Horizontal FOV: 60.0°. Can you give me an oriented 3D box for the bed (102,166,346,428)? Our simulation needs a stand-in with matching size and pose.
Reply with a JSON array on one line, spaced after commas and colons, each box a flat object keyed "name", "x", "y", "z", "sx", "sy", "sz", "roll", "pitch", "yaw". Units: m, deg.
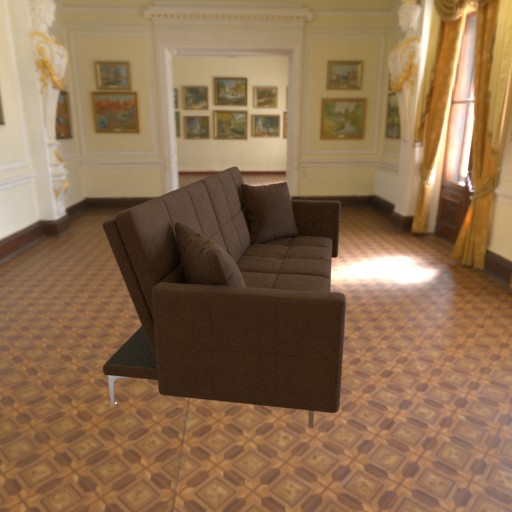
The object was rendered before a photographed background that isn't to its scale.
[{"name": "bed", "x": 0.000, "y": 0.000, "z": 2.357, "sx": 0.889, "sy": 0.787, "sz": 1.905, "roll": 3, "pitch": 17, "yaw": 9}]
